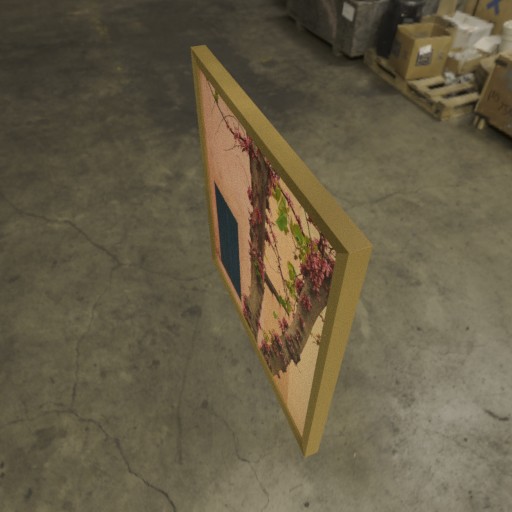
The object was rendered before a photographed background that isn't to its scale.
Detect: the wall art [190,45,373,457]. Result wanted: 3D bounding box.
[{"bbox_3d":[0.000,0.000,1.125,0.038,0.762,0.762,-16,48,-15],"label":"wall art"}]
